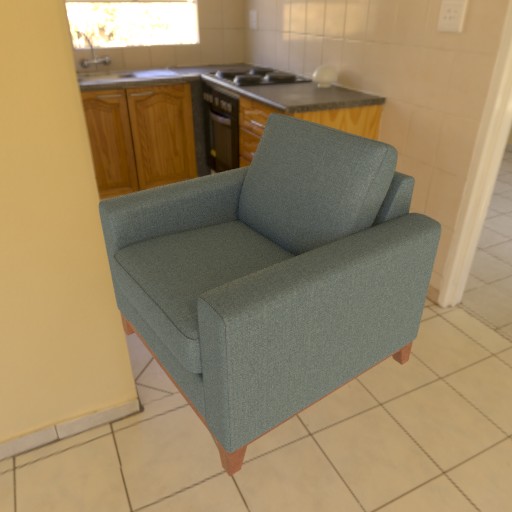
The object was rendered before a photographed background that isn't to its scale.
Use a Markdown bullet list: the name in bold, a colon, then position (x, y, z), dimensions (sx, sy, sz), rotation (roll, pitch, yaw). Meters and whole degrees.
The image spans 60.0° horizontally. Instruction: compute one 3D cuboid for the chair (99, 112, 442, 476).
- **chair**: position (0.000, 0.000, 1.884), dimensions (1.038, 1.010, 1.024), rotation (-20, 35, -31)
